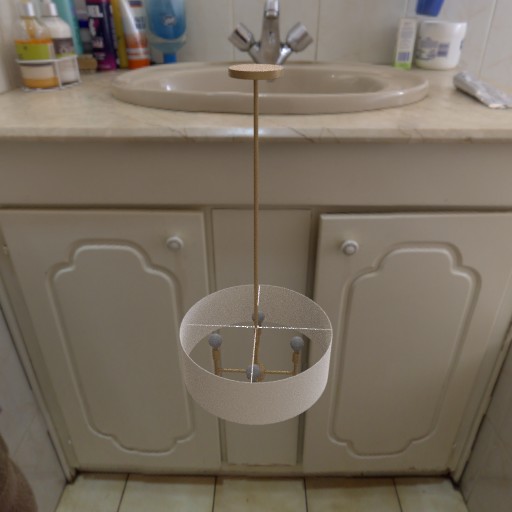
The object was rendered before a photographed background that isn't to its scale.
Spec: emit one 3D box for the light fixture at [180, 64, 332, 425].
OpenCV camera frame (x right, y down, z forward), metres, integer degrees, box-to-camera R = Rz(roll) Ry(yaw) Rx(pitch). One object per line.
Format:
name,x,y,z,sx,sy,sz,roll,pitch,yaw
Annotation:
light fixture,0.000,0.000,1.352,0.508,1.067,0.508,0,30,0
